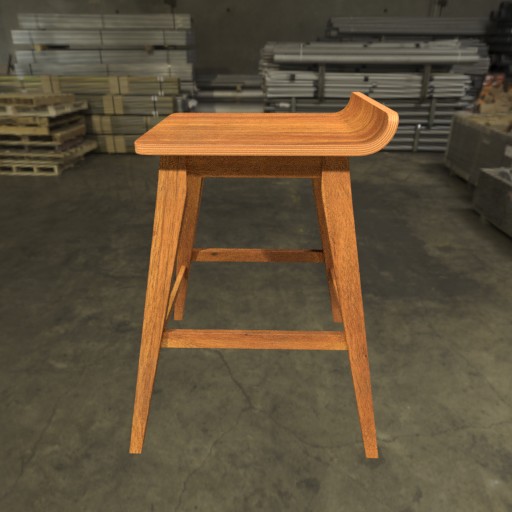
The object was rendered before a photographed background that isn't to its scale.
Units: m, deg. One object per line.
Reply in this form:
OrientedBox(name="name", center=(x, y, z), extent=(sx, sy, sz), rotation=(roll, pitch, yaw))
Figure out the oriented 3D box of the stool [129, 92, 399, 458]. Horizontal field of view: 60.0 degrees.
OrientedBox(name="stool", center=(0.000, 0.000, 0.974), extent=(0.500, 0.650, 0.500), rotation=(1, 26, 1))
